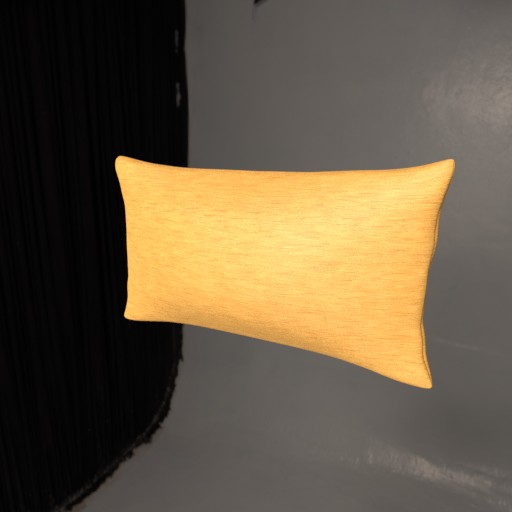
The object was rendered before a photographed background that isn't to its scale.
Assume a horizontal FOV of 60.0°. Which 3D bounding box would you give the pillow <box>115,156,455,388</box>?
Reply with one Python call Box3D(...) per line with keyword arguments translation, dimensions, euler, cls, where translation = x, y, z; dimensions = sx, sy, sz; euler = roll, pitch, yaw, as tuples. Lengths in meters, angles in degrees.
Box3D(translation=(0.000, 0.000, 0.803), dimensions=(0.634, 0.354, 0.210), euler=(7, 16, 26), cls="pillow")
